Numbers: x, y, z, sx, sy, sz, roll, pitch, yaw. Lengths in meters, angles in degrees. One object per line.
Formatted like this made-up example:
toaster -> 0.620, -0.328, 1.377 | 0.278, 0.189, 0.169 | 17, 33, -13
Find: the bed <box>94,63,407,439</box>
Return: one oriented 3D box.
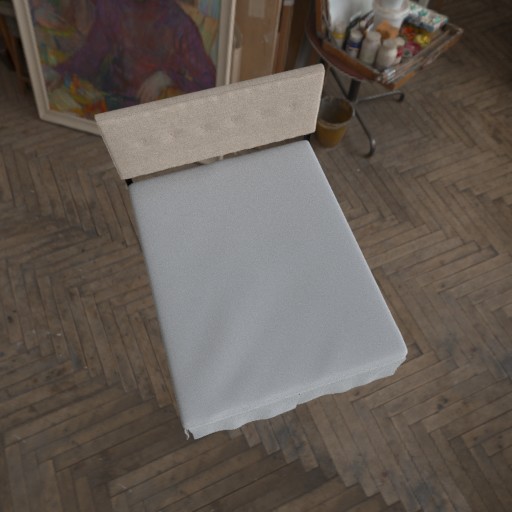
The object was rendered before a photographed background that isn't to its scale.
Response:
bed -> 0.000, 0.000, 3.103 | 1.643, 1.270, 1.978 | -16, 64, -8
